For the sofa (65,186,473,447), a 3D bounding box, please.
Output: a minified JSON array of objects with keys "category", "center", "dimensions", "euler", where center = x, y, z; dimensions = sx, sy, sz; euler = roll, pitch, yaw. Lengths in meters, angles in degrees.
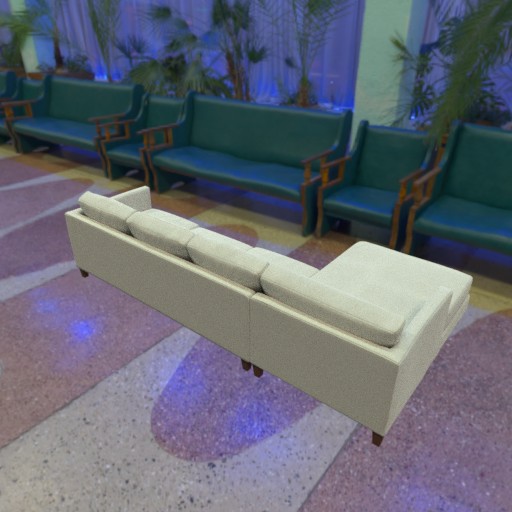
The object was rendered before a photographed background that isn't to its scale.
[{"category":"sofa","center":[0.000,0.000,3.834],"dimensions":[3.186,0.861,1.625],"euler":[21,36,33]}]
